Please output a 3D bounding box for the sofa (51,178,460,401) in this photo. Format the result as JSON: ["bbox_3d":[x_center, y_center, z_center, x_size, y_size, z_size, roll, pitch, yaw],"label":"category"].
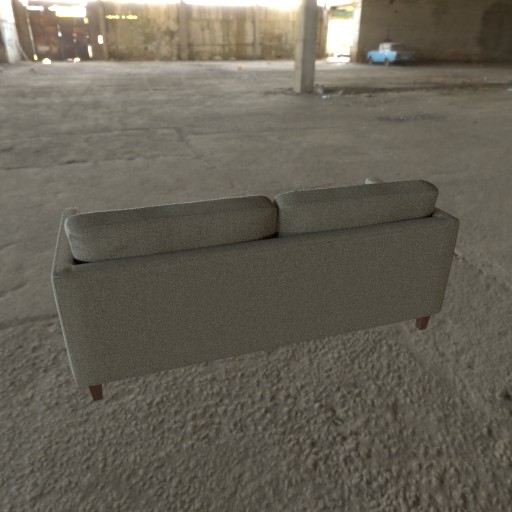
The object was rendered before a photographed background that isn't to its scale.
[{"bbox_3d":[0.000,0.000,2.749,2.208,0.960,0.956,-8,27,-16],"label":"sofa"}]
